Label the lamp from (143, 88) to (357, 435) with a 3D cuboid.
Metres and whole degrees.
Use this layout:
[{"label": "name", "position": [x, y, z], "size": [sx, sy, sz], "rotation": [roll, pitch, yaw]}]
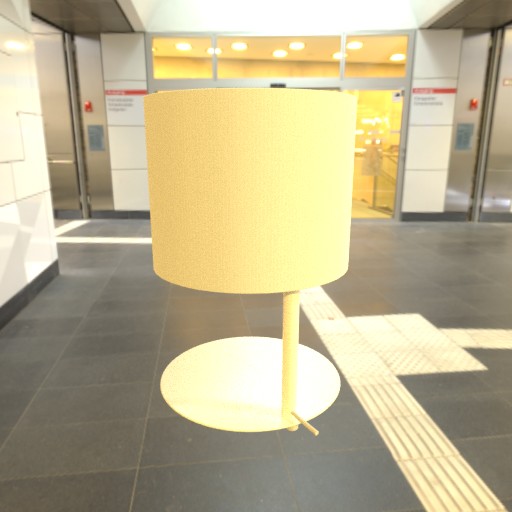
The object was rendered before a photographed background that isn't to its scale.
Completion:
[{"label": "lamp", "position": [0.000, 0.000, 0.677], "size": [0.299, 0.454, 0.341], "rotation": [-7, 16, -26]}]
